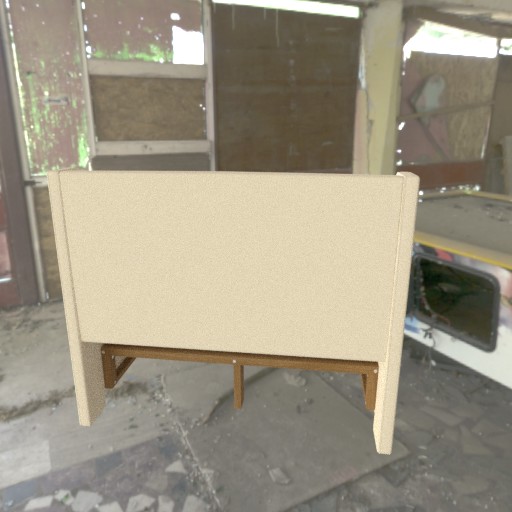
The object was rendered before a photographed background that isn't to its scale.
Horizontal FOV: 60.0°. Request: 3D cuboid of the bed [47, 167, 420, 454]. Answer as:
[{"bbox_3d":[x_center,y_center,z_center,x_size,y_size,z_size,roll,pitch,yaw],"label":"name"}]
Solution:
[{"bbox_3d":[0.000,0.000,3.336,1.765,1.471,2.280,2,17,7],"label":"bed"}]
